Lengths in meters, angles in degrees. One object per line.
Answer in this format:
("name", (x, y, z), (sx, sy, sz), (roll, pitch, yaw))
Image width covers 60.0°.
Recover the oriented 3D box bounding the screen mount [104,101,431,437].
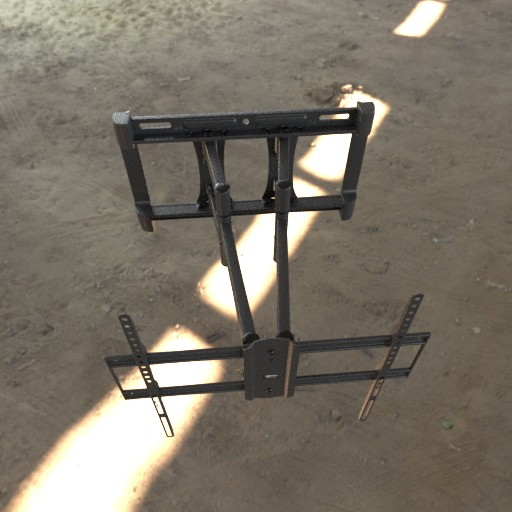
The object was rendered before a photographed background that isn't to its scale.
("screen mount", (0.000, 0.000, 0.912), (0.571, 0.424, 0.556), (-4, 48, -3))
